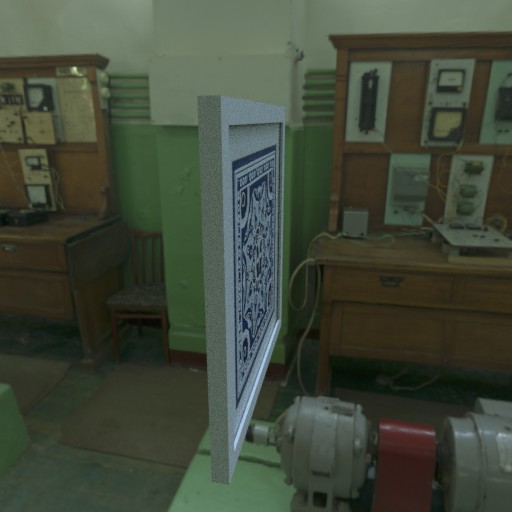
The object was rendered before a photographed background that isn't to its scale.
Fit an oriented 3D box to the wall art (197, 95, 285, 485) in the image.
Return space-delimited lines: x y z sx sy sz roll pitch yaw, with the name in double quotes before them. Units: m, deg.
"wall art" 0.000 0.000 0.857 0.028 0.559 0.559 3 18 11
